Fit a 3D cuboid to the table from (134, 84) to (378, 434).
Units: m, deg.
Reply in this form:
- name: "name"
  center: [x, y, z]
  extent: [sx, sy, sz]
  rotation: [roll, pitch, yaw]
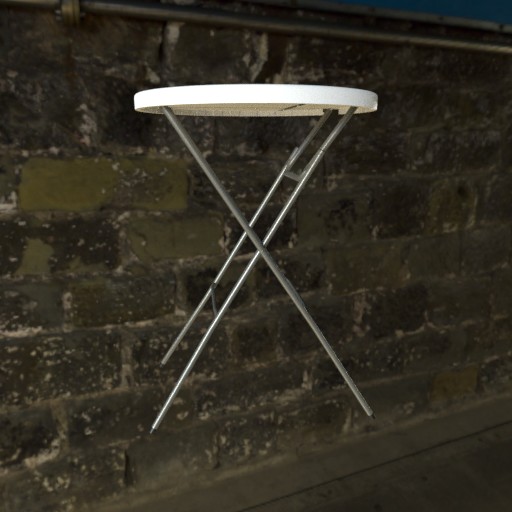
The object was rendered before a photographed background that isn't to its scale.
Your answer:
- name: "table"
  center: [0.000, 0.000, 1.633]
  extent: [0.795, 1.105, 0.792]
  rotation: [-2, 15, -7]
